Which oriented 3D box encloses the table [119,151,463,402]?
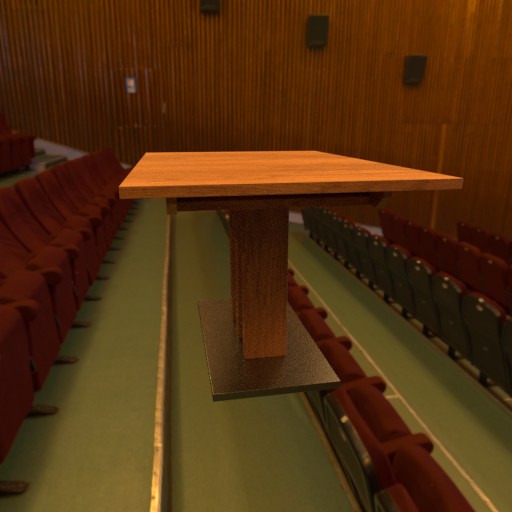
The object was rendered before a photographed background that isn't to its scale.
[{"bbox_3d":[0.000,0.000,1.842,0.900,0.770,1.300,-3,17,-10],"label":"table"}]
